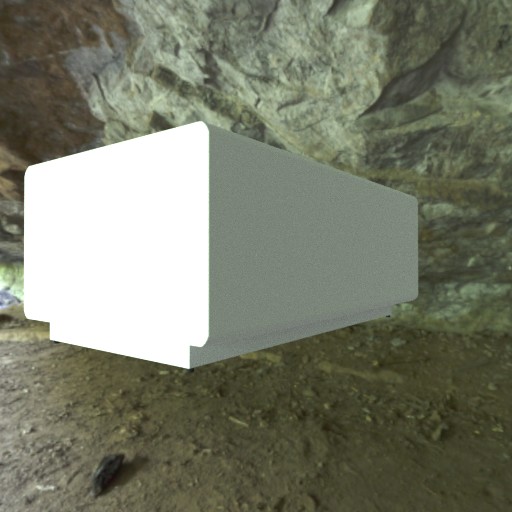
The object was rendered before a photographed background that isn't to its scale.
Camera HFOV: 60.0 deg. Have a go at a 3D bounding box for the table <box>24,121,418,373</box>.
[{"bbox_3d":[0.000,0.000,1.360,0.639,0.442,1.097,0,-1,37],"label":"table"}]
